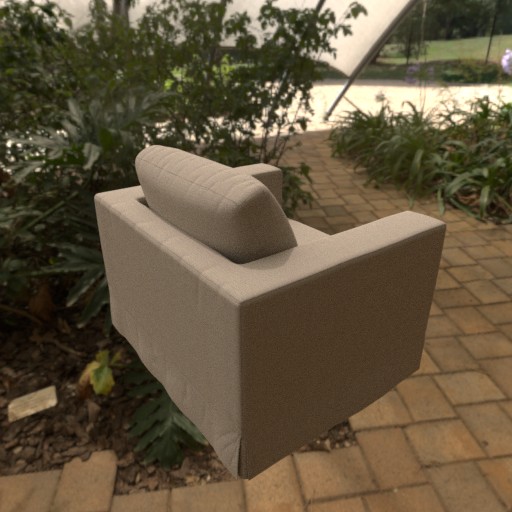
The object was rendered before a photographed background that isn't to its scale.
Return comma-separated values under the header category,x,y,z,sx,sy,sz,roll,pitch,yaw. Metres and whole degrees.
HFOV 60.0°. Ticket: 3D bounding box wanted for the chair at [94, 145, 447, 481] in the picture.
category,x,y,z,sx,sy,sz,roll,pitch,yaw
chair,0.000,0.000,1.849,0.957,0.878,1.150,-18,31,-33
